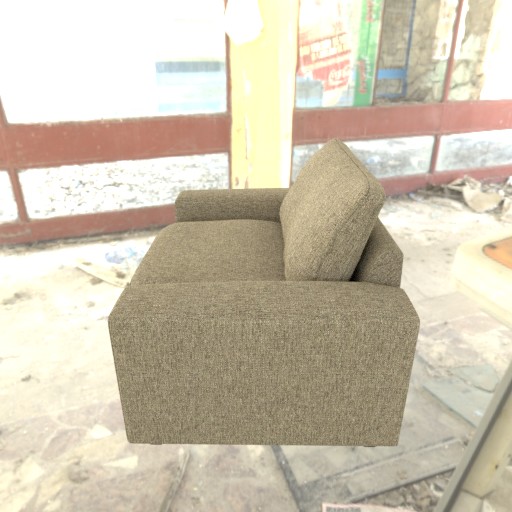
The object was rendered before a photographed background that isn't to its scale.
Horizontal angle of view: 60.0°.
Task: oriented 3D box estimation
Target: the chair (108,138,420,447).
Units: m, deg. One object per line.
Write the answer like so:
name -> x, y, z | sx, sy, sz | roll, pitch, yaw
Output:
chair -> 0.000, 0.000, 2.040 | 1.039, 0.915, 1.398 | 0, 25, 1
